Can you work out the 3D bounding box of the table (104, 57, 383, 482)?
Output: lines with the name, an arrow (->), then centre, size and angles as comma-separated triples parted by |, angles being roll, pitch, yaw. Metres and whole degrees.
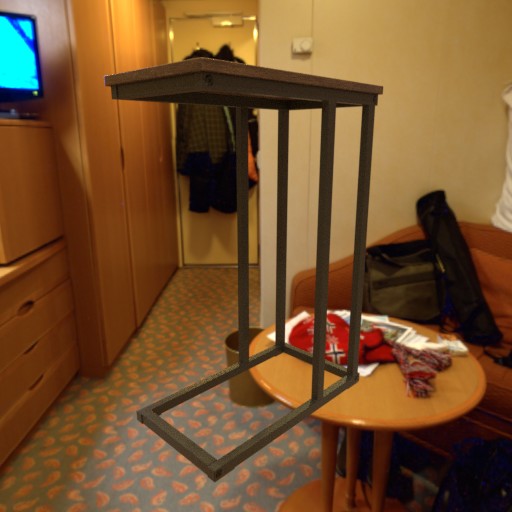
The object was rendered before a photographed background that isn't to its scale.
table -> 0.000, 0.000, 0.865 | 0.254, 0.637, 0.450 | 14, 20, 43
